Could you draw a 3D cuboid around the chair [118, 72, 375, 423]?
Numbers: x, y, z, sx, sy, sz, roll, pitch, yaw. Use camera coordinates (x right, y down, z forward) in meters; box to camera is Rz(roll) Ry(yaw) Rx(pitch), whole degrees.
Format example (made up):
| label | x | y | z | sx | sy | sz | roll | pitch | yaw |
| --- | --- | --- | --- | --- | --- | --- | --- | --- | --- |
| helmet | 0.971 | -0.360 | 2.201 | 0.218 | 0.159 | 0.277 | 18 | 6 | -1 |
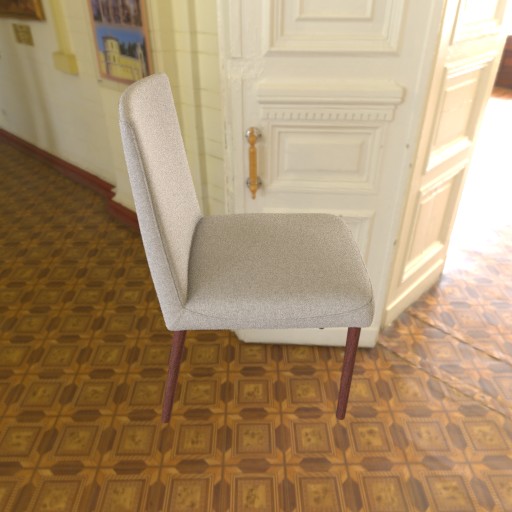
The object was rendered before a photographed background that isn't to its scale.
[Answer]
| label | x | y | z | sx | sy | sz | roll | pitch | yaw |
| --- | --- | --- | --- | --- | --- | --- | --- | --- | --- |
| chair | 0.000 | 0.000 | 1.180 | 0.570 | 0.859 | 0.456 | -1 | 33 | -1 |
